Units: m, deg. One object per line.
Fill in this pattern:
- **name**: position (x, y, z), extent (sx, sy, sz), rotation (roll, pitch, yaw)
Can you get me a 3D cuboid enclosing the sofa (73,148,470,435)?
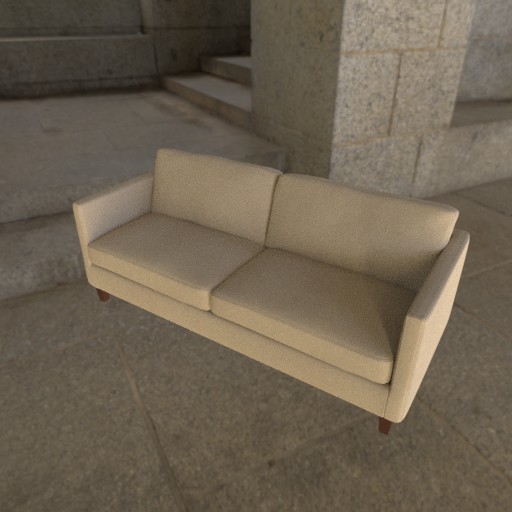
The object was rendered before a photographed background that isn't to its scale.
- **sofa**: position (0.000, 0.000, 2.685), extent (2.181, 0.932, 0.948), rotation (18, 34, 28)
